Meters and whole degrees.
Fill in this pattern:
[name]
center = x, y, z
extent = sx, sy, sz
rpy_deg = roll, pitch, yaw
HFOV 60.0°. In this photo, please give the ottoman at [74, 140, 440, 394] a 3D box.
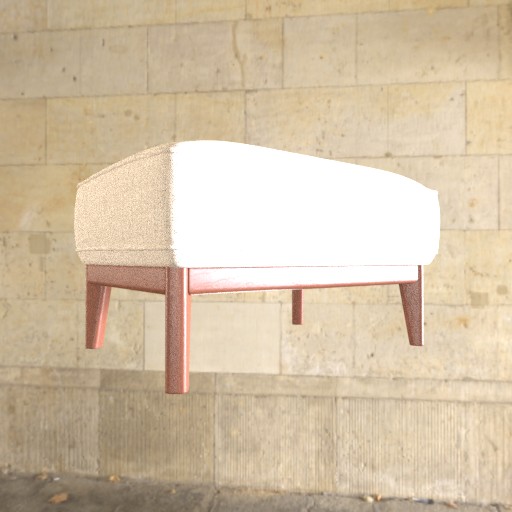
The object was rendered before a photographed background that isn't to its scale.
[ottoman]
center = 0.000, 0.000, 1.153
extent = 0.794, 0.465, 0.594
rpy_deg = 0, -1, -37
